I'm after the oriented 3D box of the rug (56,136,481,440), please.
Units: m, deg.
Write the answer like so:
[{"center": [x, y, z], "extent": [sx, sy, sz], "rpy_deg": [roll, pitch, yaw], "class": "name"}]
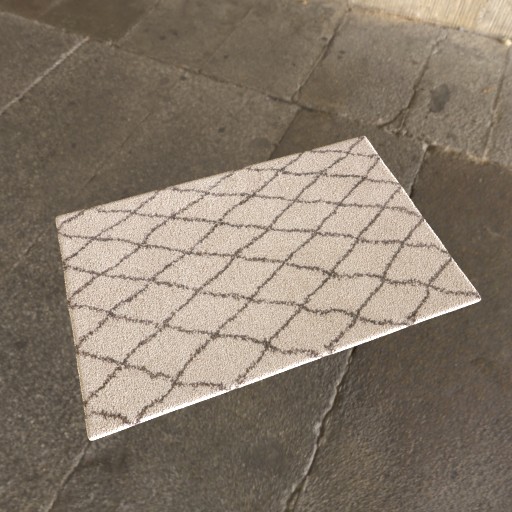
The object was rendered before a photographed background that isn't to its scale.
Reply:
[{"center": [0.000, 0.000, 3.319], "extent": [2.743, 0.030, 1.778], "rpy_deg": [-17, 59, -11], "class": "rug"}]
